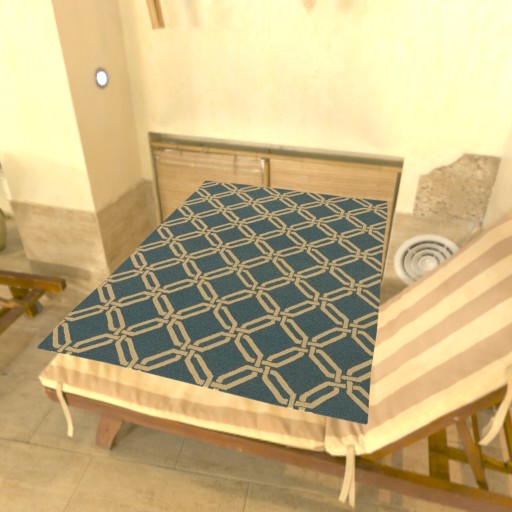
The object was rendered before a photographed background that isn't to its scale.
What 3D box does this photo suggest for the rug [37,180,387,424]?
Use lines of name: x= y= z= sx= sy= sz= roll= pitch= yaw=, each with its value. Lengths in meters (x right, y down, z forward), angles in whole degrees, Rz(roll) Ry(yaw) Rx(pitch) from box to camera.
rug: x=0.000 y=0.000 z=2.744 sx=1.524 sy=0.013 sz=2.135 roll=9 pitch=33 yaw=14
